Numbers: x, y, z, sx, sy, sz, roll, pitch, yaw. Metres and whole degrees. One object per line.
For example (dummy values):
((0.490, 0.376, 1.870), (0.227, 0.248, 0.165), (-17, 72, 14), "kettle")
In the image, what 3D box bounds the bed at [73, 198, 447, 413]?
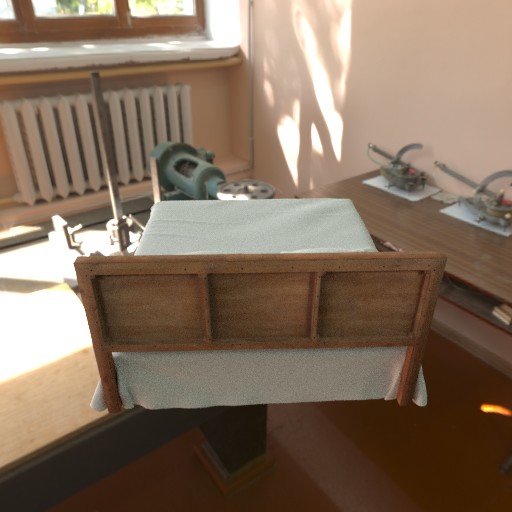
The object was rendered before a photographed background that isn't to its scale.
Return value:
((0.000, 0.000, 3.584), (2.255, 1.158, 2.165), (-1, 30, -1), "bed")
